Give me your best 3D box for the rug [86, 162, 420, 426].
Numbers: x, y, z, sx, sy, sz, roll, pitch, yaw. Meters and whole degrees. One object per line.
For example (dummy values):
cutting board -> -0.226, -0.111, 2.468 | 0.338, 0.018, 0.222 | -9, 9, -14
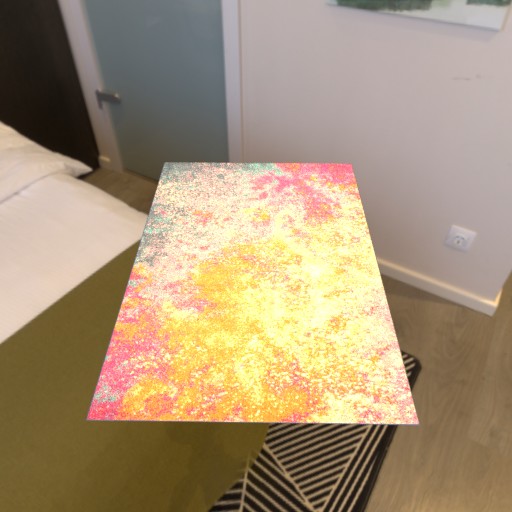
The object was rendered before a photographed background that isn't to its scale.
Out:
rug -> 0.000, 0.000, 3.699 | 2.007, 0.013, 2.896 | 1, 44, 1
